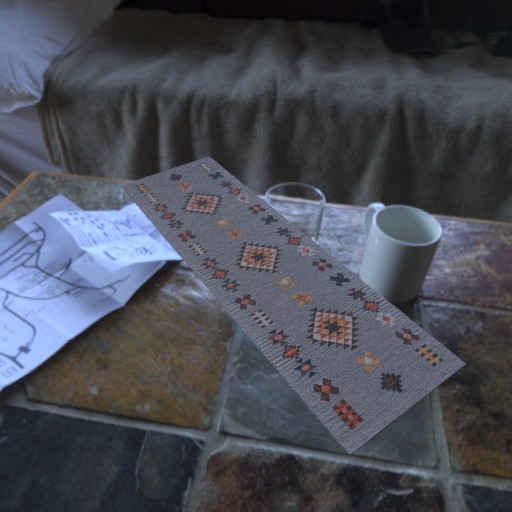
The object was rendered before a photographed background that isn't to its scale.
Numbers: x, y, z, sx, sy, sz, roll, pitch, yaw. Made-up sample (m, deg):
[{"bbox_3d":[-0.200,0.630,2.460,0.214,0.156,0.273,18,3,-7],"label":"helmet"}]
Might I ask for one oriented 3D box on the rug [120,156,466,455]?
[{"bbox_3d":[0.000,0.000,2.704,0.766,0.008,2.432,-25,47,-25],"label":"rug"}]
